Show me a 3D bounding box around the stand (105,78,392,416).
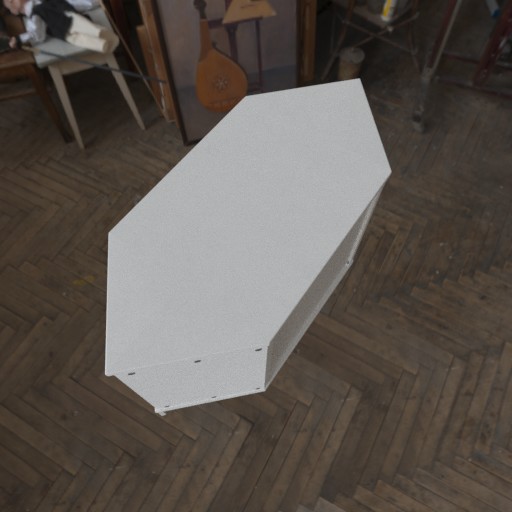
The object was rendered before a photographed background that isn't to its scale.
[{"bbox_3d":[0.000,0.000,1.389,0.477,0.614,1.072,32,67,16],"label":"stand"}]
